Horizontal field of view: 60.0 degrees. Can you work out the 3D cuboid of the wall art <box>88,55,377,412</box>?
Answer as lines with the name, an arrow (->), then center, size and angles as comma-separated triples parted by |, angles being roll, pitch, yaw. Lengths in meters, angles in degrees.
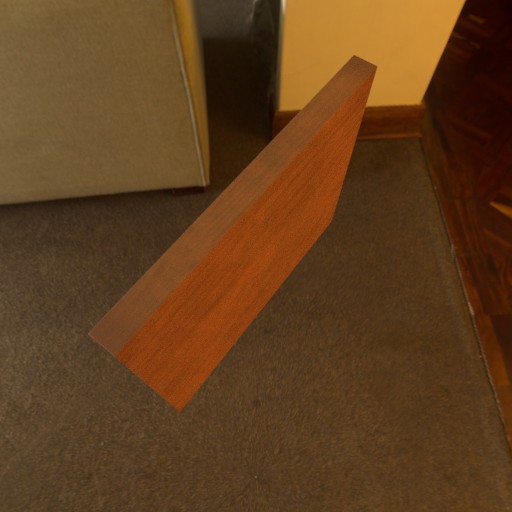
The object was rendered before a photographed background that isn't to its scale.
wall art -> 0.000, 0.000, 0.565 | 0.030, 0.328, 0.401 | 34, 68, 16
